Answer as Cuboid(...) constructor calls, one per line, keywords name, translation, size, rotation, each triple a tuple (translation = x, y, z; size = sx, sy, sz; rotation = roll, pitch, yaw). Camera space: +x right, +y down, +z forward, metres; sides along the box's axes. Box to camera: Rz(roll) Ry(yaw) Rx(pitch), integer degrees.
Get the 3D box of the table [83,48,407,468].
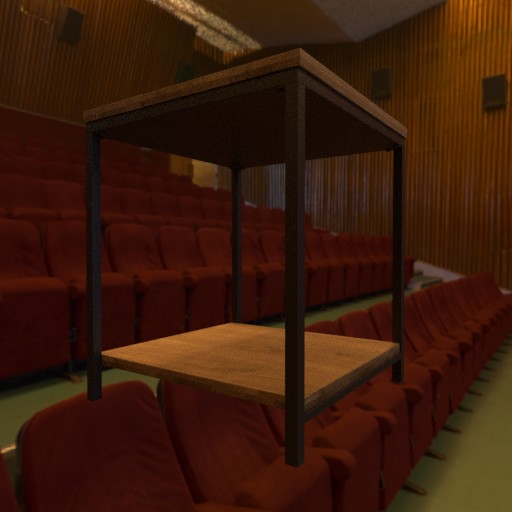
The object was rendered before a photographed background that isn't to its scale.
Cuboid(name="table", translation=(0.000, 0.000, 0.971), size=(0.503, 0.589, 0.507), rotation=(1, 1, 35))
